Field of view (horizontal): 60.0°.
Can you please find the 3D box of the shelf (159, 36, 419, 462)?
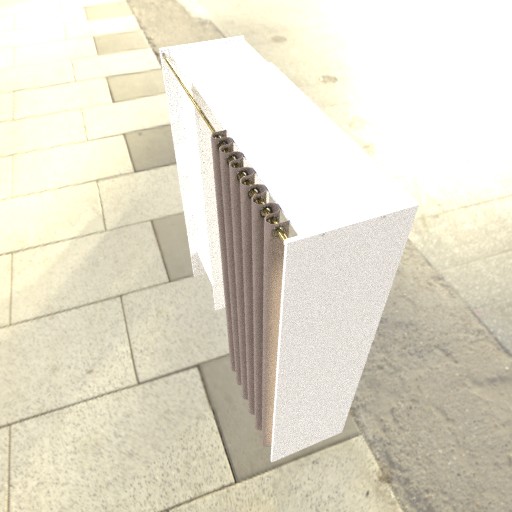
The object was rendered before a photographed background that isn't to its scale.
[{"bbox_3d":[0.000,0.000,2.550,0.500,1.820,1.600,-16,48,-15],"label":"shelf"}]
